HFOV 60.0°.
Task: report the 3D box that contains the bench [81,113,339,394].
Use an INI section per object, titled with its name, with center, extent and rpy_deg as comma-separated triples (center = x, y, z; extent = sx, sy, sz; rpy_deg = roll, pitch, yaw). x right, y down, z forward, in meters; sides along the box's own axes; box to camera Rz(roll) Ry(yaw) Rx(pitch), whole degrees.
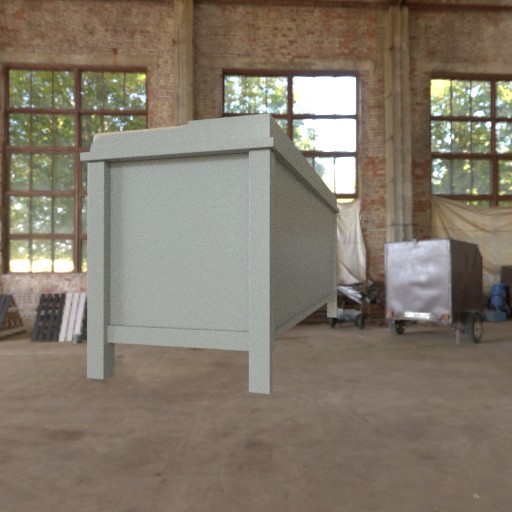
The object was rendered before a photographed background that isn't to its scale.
[bench]
center = 0.000, 0.000, 1.377
extent = 0.398, 0.501, 1.140
rpy_deg = 0, -1, 16
